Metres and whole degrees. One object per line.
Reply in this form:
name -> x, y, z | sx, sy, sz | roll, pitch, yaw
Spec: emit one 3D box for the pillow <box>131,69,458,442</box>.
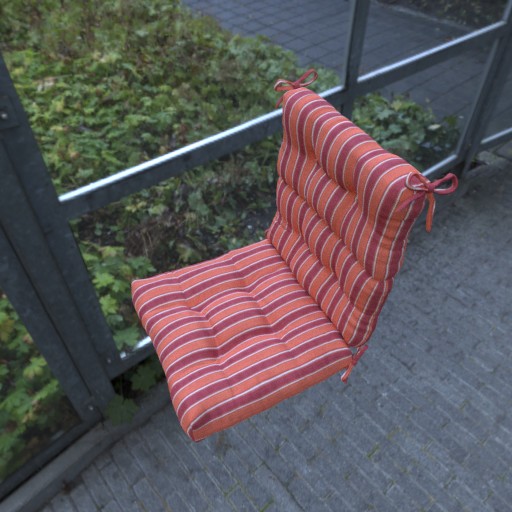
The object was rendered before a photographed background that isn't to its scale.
pillow -> 0.000, 0.000, 1.036 | 0.571, 0.605, 0.519 | -20, 49, -18
